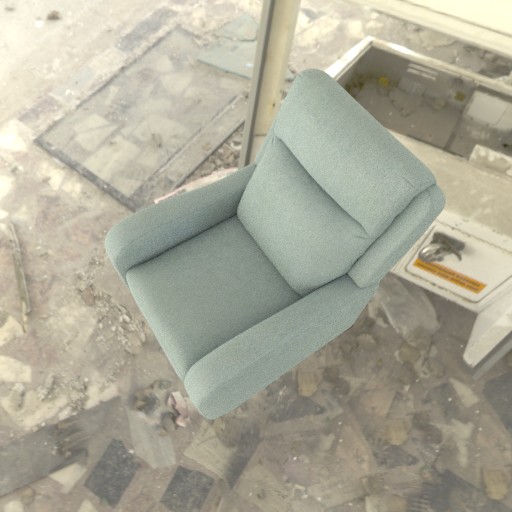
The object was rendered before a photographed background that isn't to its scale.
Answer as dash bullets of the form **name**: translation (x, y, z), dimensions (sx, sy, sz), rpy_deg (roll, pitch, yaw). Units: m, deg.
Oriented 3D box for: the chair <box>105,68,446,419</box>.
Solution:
- **chair**: translation (0.000, 0.000, 1.765), dimensions (0.988, 1.067, 0.785), rpy_deg (-31, 67, -15)
